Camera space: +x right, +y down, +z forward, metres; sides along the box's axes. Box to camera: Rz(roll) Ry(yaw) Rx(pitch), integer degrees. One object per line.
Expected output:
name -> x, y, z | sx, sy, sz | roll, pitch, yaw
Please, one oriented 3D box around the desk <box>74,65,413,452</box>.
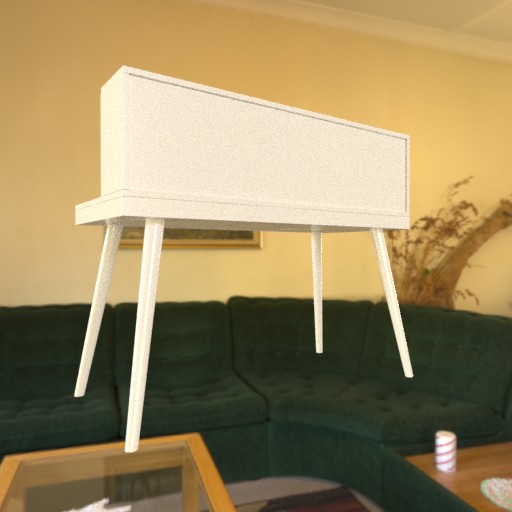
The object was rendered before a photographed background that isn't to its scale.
desk -> 0.000, 0.000, 1.692 | 1.199, 0.990, 0.559 | 0, 1, -35
